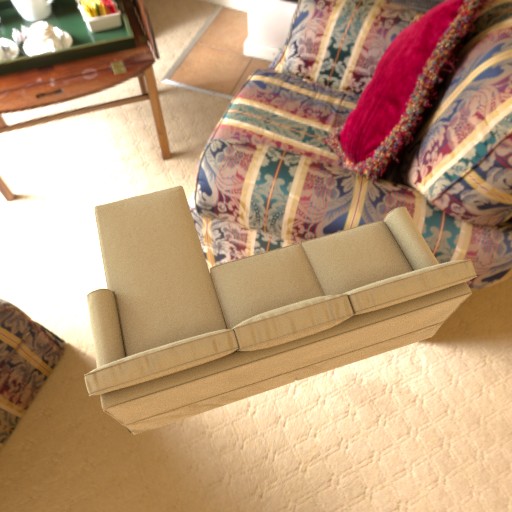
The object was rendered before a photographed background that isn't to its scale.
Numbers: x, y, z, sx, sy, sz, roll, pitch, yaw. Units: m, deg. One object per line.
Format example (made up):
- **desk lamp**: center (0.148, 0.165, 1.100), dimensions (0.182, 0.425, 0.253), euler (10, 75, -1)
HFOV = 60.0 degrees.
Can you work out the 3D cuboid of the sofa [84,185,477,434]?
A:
- **sofa**: center (0.000, 0.000, 3.323), dimensions (2.475, 0.978, 1.733), euler (-15, 60, -9)
